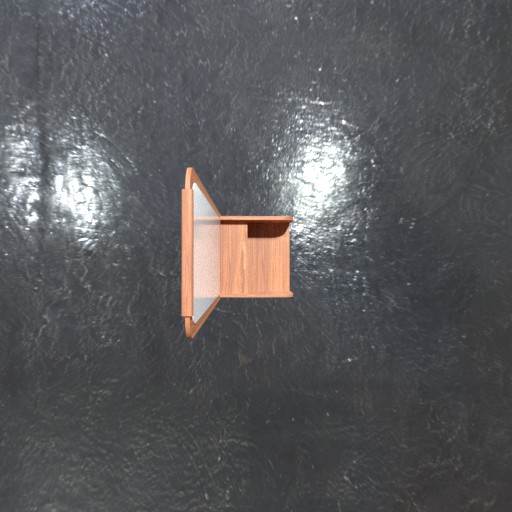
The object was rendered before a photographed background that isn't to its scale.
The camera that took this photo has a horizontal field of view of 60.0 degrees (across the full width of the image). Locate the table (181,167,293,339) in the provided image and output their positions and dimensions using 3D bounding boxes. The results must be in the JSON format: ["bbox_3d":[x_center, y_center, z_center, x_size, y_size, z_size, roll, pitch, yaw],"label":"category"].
[{"bbox_3d":[0.000,0.000,2.014,0.420,1.830,0.450,0,89,-1],"label":"table"}]
